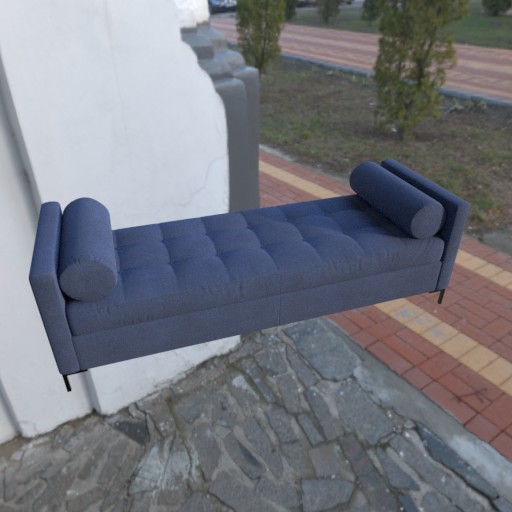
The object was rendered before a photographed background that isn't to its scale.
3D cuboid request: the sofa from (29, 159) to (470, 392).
[{"bbox_3d":[0.000,0.000,2.307,1.981,0.635,0.686,-10,33,-16],"label":"sofa"}]
